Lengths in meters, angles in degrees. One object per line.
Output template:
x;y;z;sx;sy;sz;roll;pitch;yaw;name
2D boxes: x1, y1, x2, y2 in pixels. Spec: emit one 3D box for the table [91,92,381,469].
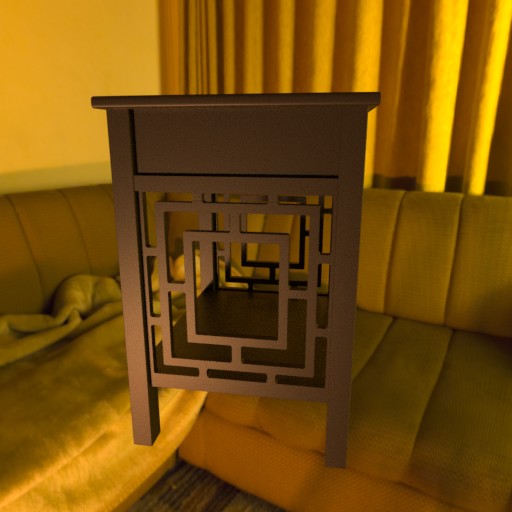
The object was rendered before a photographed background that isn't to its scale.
0.000;0.000;1.008;0.451;0.646;0.564;2;15;9;table
